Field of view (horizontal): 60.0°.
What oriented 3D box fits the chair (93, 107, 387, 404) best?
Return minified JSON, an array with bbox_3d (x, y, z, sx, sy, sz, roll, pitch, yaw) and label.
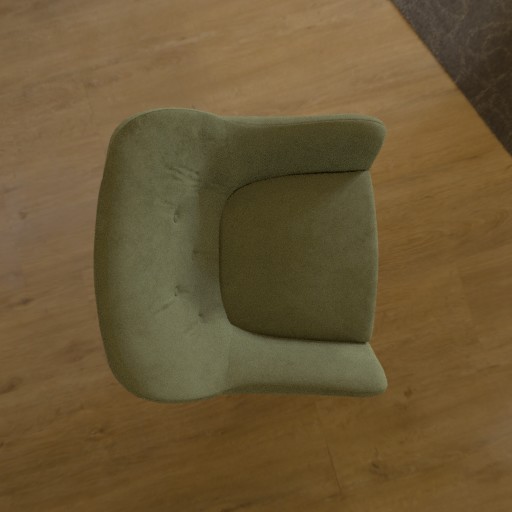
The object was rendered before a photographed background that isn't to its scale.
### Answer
[{"bbox_3d":[0.000,0.000,1.490,0.819,0.804,0.840,0,89,0],"label":"chair"}]
